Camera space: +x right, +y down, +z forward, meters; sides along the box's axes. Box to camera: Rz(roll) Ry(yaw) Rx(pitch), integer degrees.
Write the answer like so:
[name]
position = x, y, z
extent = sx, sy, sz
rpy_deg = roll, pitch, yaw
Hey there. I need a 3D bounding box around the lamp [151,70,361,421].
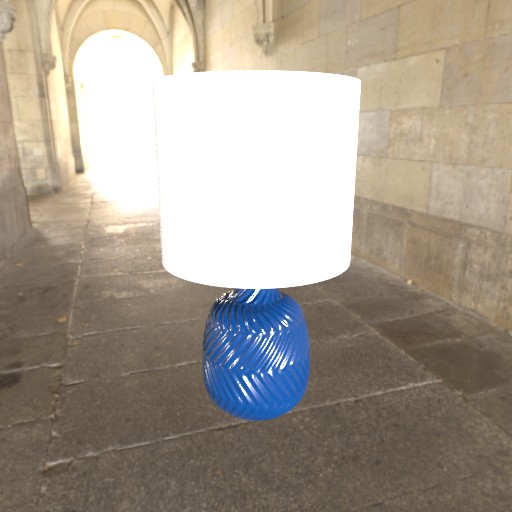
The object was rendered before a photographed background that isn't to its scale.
[lamp]
position = 0.000, 0.000, 0.489
extent = 0.203, 0.368, 0.203
rpy_deg = 8, 18, 26
